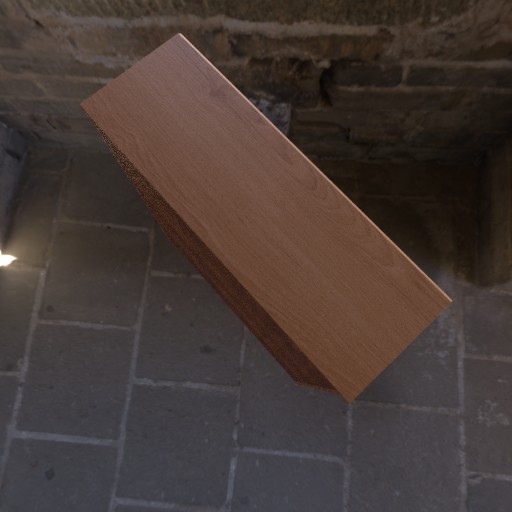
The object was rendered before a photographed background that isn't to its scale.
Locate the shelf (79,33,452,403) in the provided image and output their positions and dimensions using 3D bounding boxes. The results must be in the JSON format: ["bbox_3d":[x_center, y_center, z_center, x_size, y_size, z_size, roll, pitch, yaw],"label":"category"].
[{"bbox_3d":[0.000,0.000,1.394,0.291,0.980,0.840,-41,79,-10],"label":"shelf"}]
